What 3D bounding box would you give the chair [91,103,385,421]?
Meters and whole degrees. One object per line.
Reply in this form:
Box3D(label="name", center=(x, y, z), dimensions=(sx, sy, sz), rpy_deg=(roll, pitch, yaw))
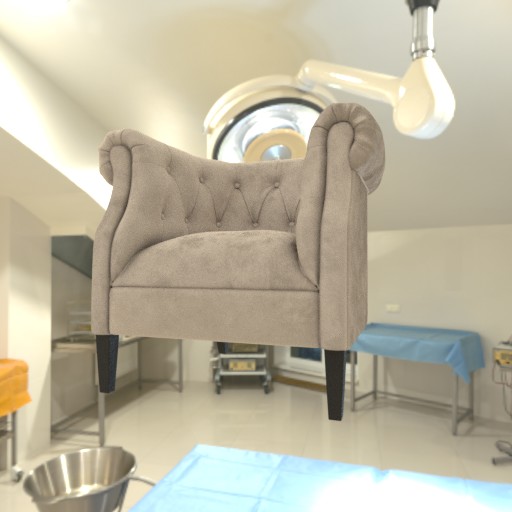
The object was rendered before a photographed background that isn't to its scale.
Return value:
Box3D(label="chair", center=(0.000, 0.000, 1.581), dimensions=(0.904, 0.826, 0.851), rpy_deg=(0, -1, 20))
